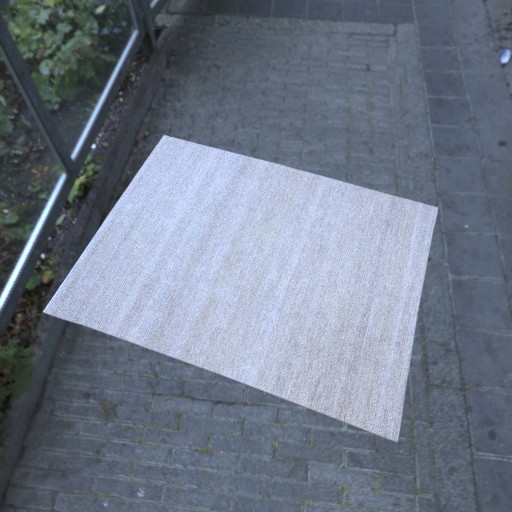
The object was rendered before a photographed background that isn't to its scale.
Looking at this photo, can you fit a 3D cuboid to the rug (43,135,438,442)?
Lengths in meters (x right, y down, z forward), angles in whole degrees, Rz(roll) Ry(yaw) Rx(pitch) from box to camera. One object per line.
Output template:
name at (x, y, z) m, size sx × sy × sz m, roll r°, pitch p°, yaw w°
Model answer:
rug at (0.000, 0.000, 4.355) m, size 3.245 × 0.046 × 2.467 m, roll 17°, pitch 59°, yaw 11°
